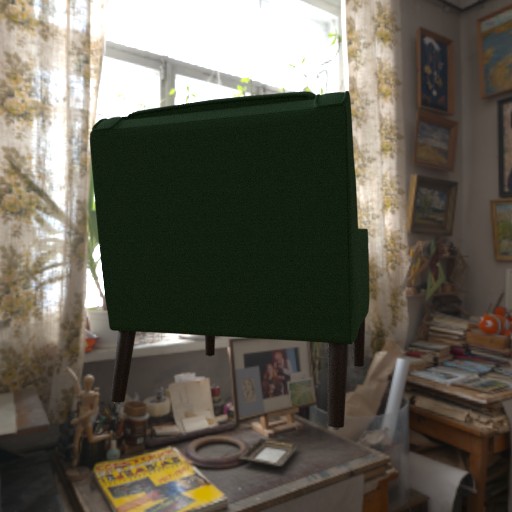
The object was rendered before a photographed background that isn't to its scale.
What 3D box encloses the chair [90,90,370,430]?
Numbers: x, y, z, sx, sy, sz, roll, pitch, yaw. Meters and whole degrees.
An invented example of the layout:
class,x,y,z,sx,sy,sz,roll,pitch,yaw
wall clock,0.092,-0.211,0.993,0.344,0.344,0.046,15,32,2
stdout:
class,x,y,z,sx,sy,sz,roll,pitch,yaw
chair,0.000,0.000,1.375,0.663,0.792,0.743,0,0,18
